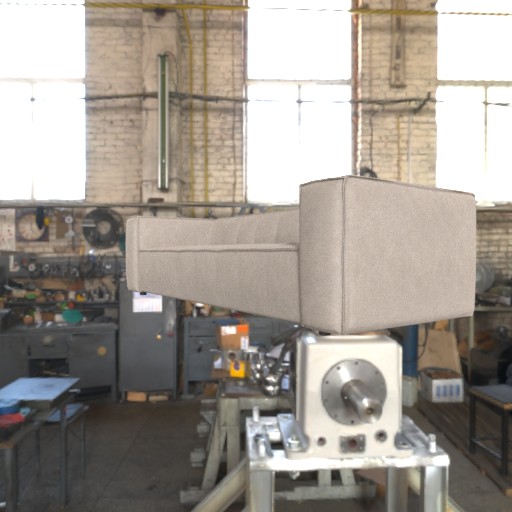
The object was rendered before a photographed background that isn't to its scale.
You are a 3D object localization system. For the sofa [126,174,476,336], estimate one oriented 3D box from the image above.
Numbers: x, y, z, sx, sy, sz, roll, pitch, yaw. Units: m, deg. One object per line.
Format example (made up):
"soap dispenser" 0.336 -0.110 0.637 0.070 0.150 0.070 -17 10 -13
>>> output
"sofa" 0.000 0.000 3.113 1.038 0.680 2.697 0 1 -35
